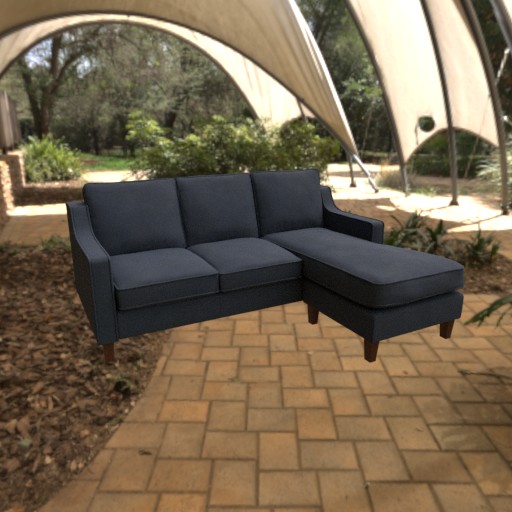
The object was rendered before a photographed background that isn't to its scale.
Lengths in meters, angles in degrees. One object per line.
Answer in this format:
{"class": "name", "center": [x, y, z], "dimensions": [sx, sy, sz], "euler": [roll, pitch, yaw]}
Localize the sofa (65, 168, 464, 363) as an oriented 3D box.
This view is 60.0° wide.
{"class": "sofa", "center": [0.000, 0.000, 3.214], "dimensions": [2.317, 1.066, 1.858], "euler": [-8, 18, -27]}
